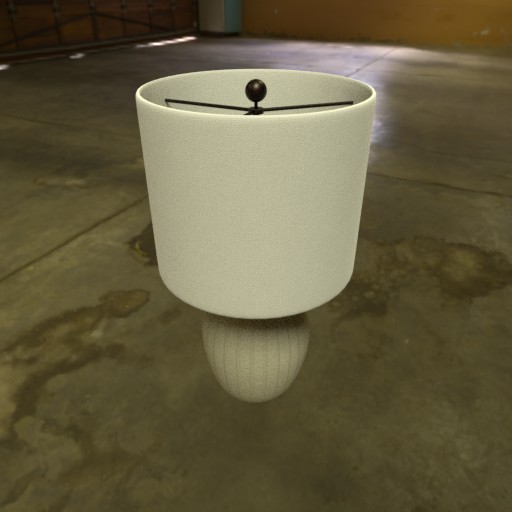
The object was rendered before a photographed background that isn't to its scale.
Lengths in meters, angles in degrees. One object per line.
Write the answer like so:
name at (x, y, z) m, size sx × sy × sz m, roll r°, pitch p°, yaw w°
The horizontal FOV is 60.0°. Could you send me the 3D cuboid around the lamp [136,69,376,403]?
lamp at (0.000, 0.000, 0.759) m, size 0.329 × 0.570 × 0.329 m, roll -10°, pitch 33°, yaw -16°
